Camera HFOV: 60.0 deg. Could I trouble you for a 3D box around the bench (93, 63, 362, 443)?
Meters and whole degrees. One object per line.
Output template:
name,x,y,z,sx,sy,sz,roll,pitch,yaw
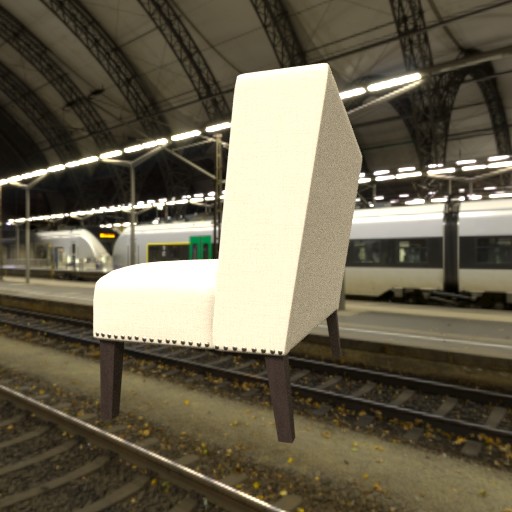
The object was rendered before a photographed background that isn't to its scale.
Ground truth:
bench,0.000,0.000,2.000,0.847,1.123,1.280,0,0,18
